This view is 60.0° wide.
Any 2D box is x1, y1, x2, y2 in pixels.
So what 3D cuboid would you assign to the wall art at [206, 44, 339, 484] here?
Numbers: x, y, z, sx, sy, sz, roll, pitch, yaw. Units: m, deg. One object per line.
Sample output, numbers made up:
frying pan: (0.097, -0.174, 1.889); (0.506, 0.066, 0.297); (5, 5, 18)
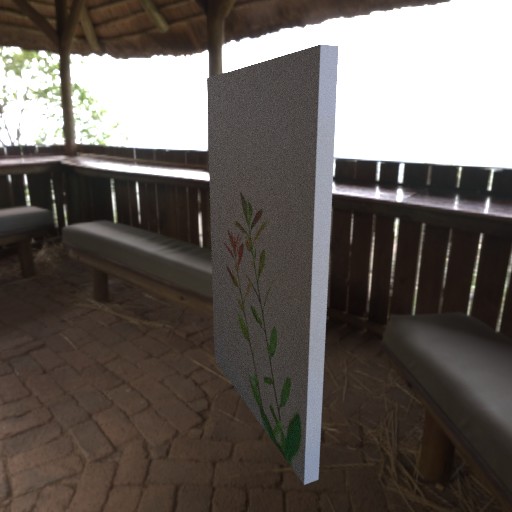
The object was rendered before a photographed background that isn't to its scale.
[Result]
wall art: (0.000, 0.000, 1.152); (0.039, 0.915, 0.612); (-7, 18, -23)
